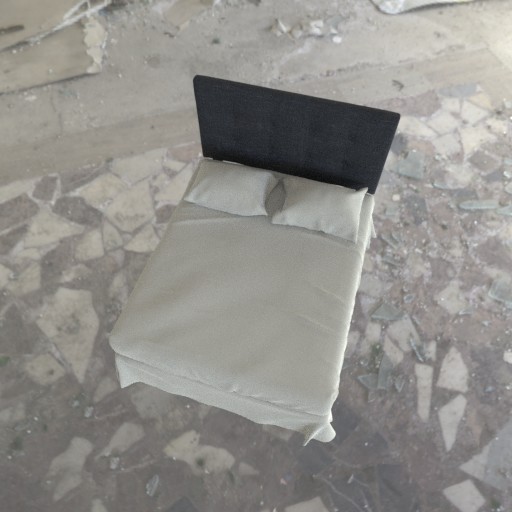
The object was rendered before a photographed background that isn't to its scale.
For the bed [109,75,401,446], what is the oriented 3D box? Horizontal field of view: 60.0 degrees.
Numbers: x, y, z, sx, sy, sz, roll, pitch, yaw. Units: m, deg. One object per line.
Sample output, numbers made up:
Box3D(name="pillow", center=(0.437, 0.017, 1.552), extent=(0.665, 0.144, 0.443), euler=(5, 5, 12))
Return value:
Box3D(name="bed", center=(0.000, 0.000, 3.508), extent=(1.936, 1.577, 2.222), euler=(14, 58, 9))
